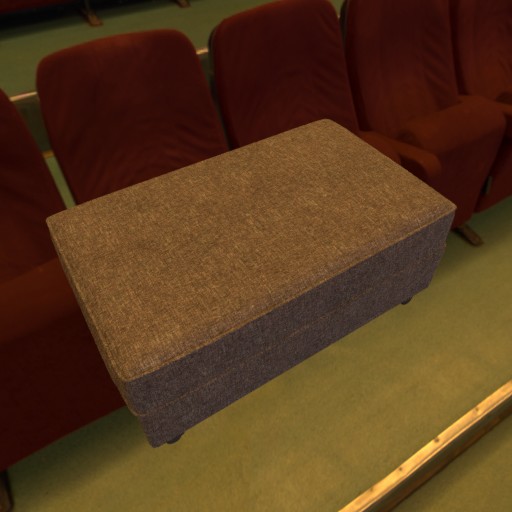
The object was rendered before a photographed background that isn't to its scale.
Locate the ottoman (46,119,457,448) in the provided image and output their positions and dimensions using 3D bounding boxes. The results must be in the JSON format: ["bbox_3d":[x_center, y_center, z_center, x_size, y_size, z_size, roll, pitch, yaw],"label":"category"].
[{"bbox_3d":[0.000,0.000,1.563,1.184,0.487,0.717,-25,51,-22],"label":"ottoman"}]
